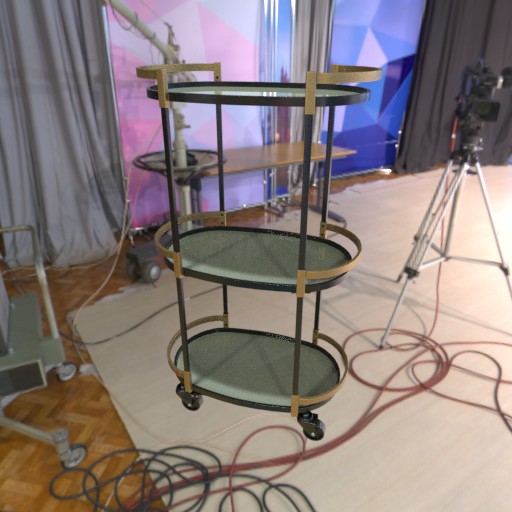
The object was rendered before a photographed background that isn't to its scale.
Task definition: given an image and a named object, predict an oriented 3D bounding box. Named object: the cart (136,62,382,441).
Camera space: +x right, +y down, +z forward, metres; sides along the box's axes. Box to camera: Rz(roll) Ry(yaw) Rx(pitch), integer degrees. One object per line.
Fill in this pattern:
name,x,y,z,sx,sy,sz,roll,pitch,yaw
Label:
cart,0.000,0.000,1.123,0.515,0.885,0.311,8,27,16
